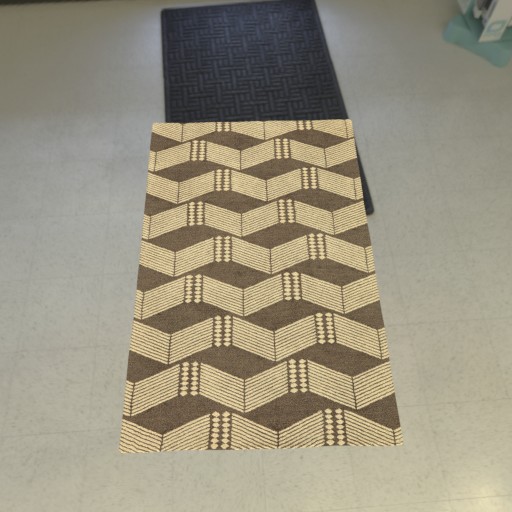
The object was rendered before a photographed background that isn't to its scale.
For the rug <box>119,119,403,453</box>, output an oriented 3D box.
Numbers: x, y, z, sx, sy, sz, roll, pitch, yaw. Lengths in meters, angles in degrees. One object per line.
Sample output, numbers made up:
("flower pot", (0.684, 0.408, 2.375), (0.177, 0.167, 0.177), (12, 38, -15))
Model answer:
("rug", (0.000, 0.000, 2.288), (1.210, 0.016, 1.833), (-1, 63, -1))
